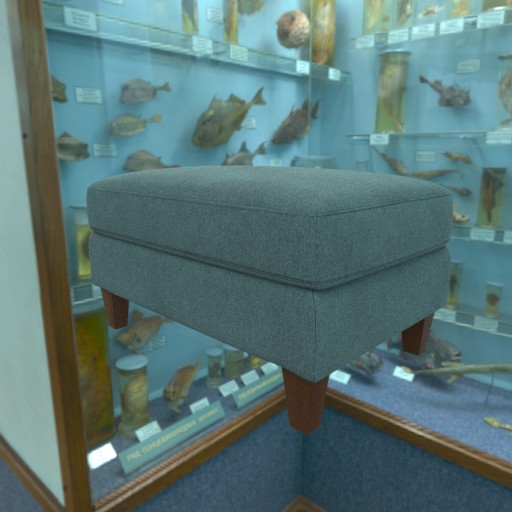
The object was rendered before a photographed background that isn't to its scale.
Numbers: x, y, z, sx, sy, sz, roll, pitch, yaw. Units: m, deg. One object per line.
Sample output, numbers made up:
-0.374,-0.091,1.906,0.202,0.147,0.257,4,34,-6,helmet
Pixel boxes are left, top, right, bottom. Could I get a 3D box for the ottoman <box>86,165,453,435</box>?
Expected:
0.000,0.000,1.219,0.864,0.483,0.584,13,18,43,ottoman
